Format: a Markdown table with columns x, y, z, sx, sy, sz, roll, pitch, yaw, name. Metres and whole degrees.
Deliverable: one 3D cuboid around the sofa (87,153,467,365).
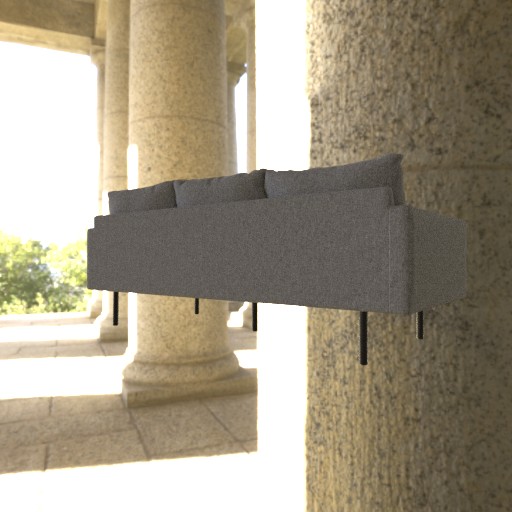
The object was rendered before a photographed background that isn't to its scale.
| x | y | z | sx | sy | sz | roll | pitch | yaw | name |
| --- | --- | --- | --- | --- | --- | --- | --- | --- | --- |
| 0.000 | 0.000 | 2.454 | 2.000 | 0.830 | 0.850 | 0 | 0 | 38 | sofa |
